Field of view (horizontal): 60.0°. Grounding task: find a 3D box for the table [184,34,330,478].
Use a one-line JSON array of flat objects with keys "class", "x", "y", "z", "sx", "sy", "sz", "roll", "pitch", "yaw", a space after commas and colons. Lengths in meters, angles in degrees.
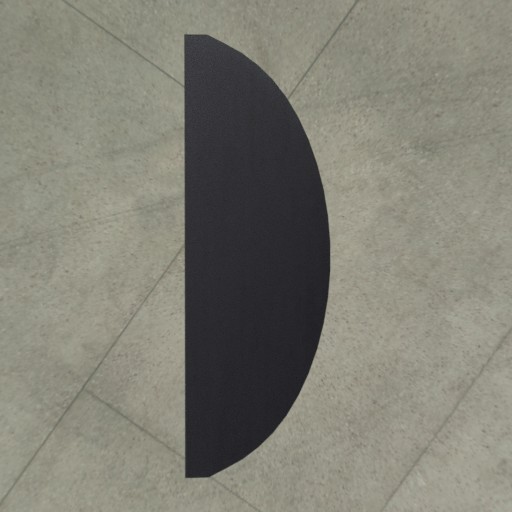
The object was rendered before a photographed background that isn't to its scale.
[{"class": "table", "x": 0.000, "y": 0.000, "z": 1.543, "sx": 0.394, "sy": 0.692, "sz": 1.198, "roll": 0, "pitch": 91, "yaw": -1}]
